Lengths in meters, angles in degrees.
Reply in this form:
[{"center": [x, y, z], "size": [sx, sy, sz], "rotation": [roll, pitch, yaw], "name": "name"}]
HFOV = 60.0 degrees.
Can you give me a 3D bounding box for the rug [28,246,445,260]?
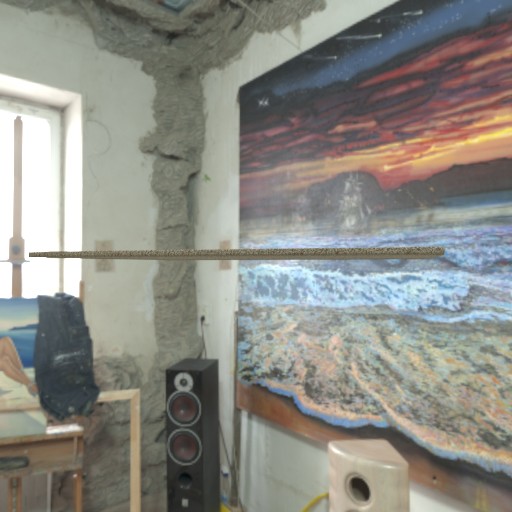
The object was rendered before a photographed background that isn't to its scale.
[{"center": [0.000, 0.000, 2.119], "size": [1.600, 0.025, 1.199], "rotation": [0, -1, 20], "name": "rug"}]
